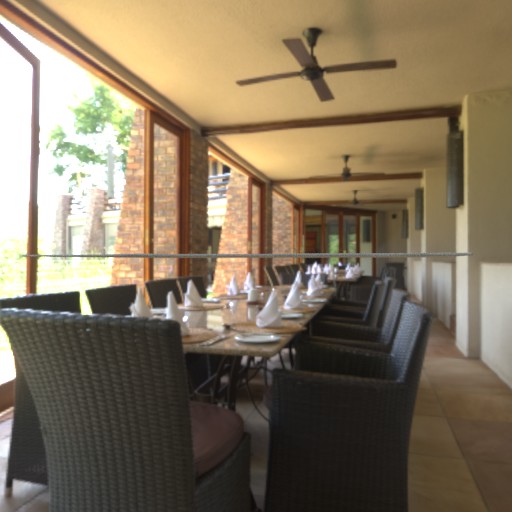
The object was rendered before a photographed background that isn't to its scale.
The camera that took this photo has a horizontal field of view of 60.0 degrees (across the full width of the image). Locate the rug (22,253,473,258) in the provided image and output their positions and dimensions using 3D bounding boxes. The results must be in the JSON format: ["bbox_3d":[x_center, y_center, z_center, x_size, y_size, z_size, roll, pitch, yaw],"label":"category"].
[{"bbox_3d":[0.000,0.000,2.998,2.460,0.016,1.545,0,-1,18],"label":"rug"}]
